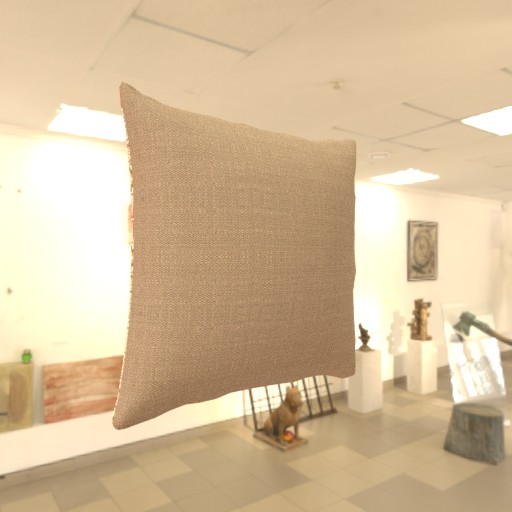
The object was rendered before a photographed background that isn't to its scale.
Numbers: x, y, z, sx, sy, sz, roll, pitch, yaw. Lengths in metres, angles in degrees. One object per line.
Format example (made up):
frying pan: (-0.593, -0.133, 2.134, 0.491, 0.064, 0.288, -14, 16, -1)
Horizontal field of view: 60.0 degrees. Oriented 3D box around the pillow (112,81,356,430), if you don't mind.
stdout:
pillow: (0.000, 0.000, 0.808, 0.521, 0.519, 0.215, 0, -1, -36)
